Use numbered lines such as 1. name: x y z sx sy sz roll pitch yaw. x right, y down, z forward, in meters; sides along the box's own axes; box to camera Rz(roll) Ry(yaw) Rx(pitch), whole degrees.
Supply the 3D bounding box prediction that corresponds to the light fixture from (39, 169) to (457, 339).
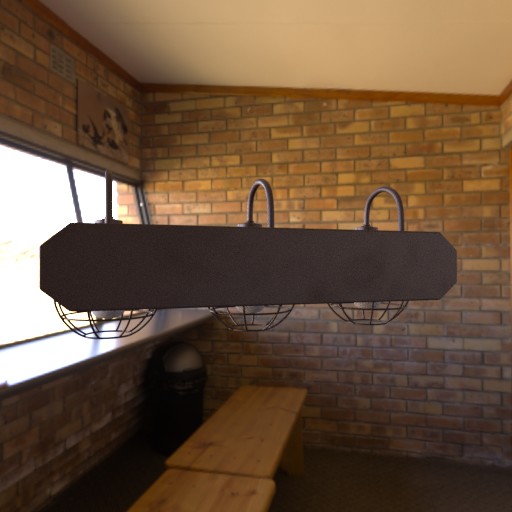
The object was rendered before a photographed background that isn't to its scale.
1. light fixture: 0.000 0.000 0.749 0.634 0.254 0.229 0 -1 -18
